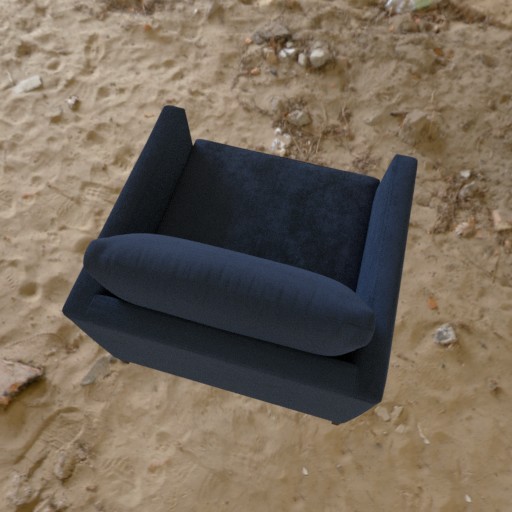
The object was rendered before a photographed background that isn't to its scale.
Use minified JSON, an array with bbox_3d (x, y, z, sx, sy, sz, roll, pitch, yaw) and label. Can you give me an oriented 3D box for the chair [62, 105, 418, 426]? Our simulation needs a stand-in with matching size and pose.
[{"bbox_3d":[0.000,0.000,1.594,0.964,0.812,0.875,14,64,7],"label":"chair"}]
